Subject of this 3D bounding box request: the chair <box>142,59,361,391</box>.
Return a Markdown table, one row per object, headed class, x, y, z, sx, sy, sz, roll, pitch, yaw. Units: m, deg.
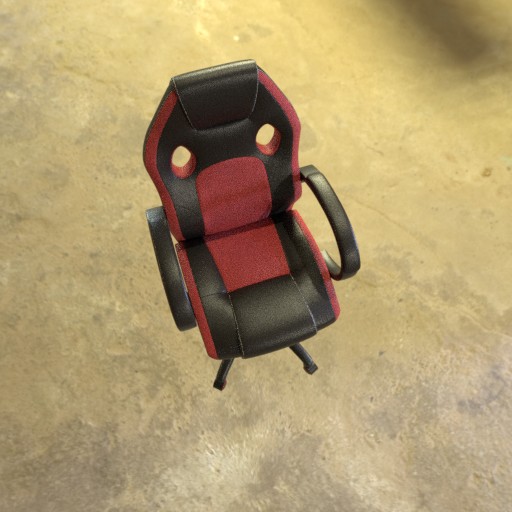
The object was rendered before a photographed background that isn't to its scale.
| class | x | y | z | sx | sy | sz | roll | pitch | yaw |
| --- | --- | --- | --- | --- | --- | --- | --- | --- | --- |
| chair | 0.000 | 0.000 | 1.710 | 0.750 | 1.189 | 0.783 | -17 | 63 | -9 |
